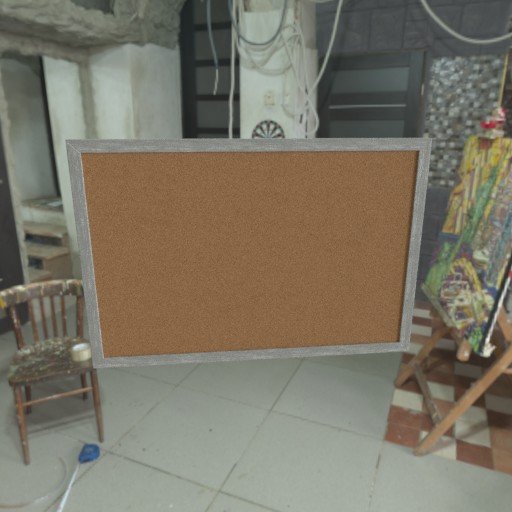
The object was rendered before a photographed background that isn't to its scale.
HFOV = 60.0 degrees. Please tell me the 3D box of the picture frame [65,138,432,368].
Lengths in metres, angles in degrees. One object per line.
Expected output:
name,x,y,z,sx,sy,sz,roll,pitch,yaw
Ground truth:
picture frame,0.000,0.000,1.251,0.950,0.640,0.029,-2,17,-6
